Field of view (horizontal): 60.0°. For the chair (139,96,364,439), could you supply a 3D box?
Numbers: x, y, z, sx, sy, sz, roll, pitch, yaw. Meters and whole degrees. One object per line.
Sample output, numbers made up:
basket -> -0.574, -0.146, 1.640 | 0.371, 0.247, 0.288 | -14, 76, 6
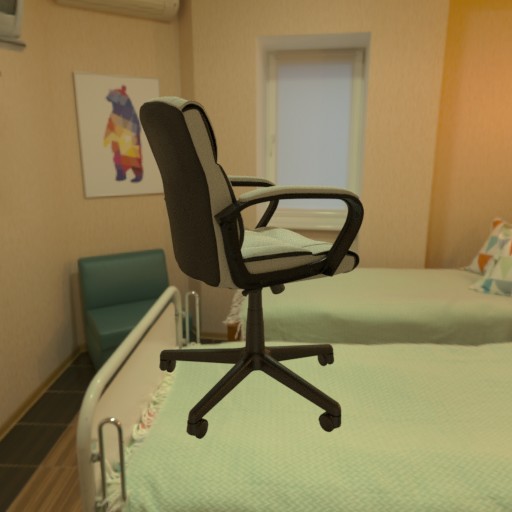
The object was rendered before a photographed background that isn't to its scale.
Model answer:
chair -> 0.000, 0.000, 1.533 | 0.717, 1.004, 0.739 | -7, 15, -26
